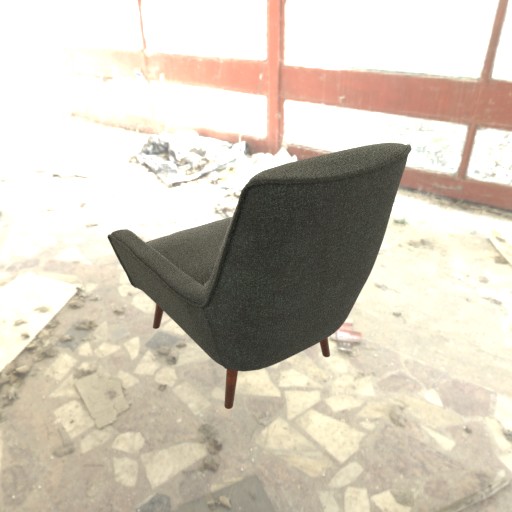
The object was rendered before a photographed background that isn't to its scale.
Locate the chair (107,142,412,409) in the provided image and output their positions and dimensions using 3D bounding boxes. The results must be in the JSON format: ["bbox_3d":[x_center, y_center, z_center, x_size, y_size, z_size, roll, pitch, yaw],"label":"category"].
[{"bbox_3d":[0.000,0.000,1.518,0.763,0.883,0.859,-19,35,-29],"label":"chair"}]
